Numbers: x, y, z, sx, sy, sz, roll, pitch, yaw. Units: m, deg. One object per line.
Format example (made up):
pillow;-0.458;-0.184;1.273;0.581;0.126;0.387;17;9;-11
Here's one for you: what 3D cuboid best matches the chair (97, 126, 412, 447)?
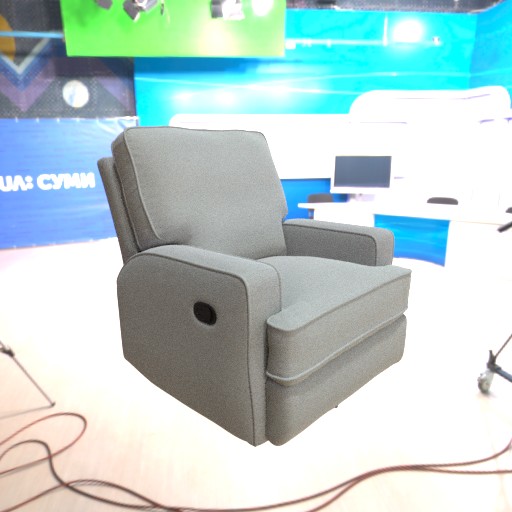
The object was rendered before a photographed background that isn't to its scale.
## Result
chair;0.000;0.000;1.705;0.969;0.964;0.861;14;21;42
